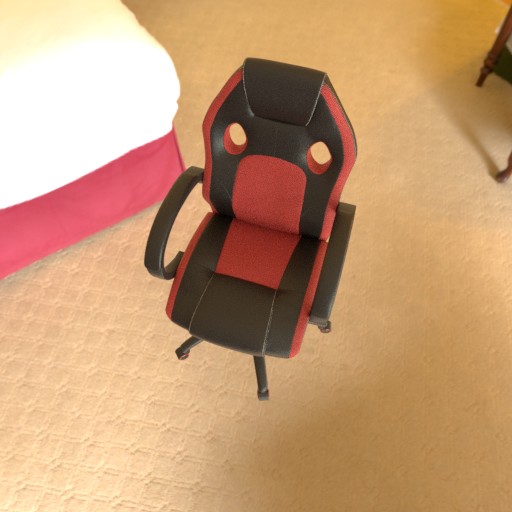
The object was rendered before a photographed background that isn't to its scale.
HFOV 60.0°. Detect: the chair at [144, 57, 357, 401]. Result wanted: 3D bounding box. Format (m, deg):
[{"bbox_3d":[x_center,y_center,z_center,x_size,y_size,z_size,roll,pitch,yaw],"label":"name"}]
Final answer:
[{"bbox_3d":[0.000,0.000,1.716,0.750,1.189,0.783,15,60,9],"label":"chair"}]
